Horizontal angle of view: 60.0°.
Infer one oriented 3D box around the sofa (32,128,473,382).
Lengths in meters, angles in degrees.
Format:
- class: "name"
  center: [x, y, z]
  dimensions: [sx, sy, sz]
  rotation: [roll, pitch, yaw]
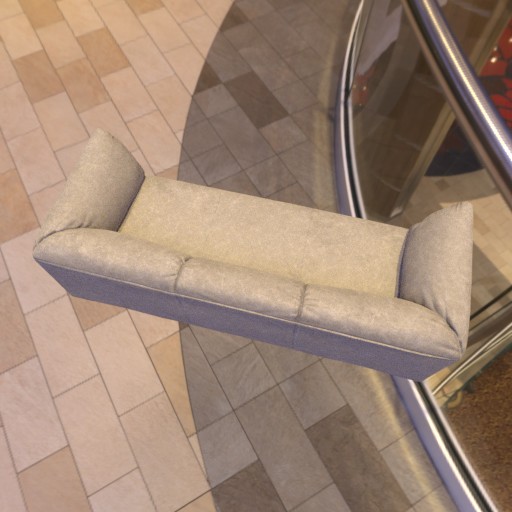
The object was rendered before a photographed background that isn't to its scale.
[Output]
- class: "sofa"
  center: [0.000, 0.000, 2.621]
  dimensions: [2.238, 0.758, 0.899]
  rotation: [13, 64, 6]
